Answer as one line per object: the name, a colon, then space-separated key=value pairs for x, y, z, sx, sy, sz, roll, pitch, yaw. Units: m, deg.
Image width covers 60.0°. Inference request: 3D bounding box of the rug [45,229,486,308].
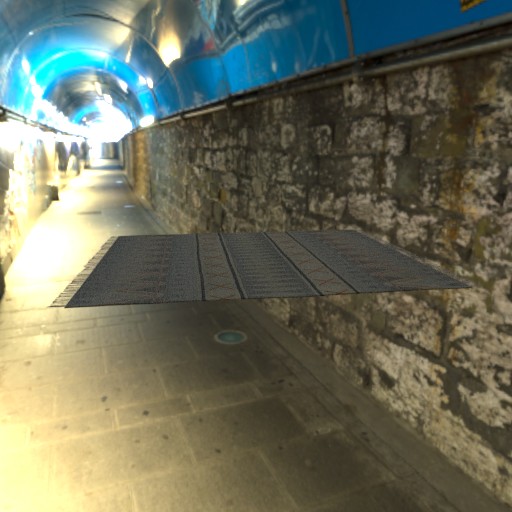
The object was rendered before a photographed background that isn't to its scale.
rug: x=0.000 y=0.000 z=4.077 sx=3.000 sy=0.012 sz=2.371 roll=-2 pitch=14 yaw=-8
